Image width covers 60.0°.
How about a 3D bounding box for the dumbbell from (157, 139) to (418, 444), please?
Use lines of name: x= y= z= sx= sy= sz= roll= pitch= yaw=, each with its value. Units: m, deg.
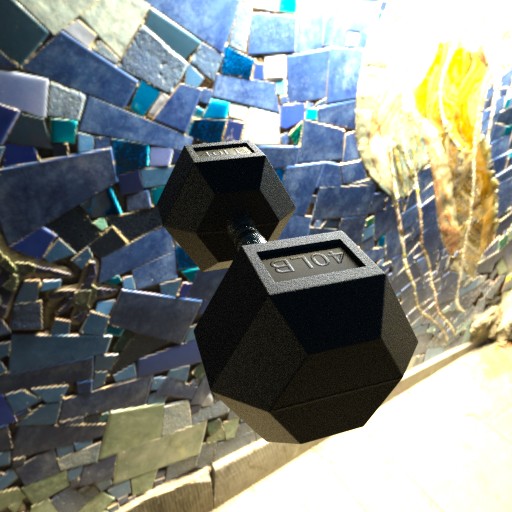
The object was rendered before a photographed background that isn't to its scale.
dumbbell: x=0.000 y=0.000 z=0.434 sx=0.157 sy=0.137 sz=0.361 roll=-9 pitch=32 yaw=-15
